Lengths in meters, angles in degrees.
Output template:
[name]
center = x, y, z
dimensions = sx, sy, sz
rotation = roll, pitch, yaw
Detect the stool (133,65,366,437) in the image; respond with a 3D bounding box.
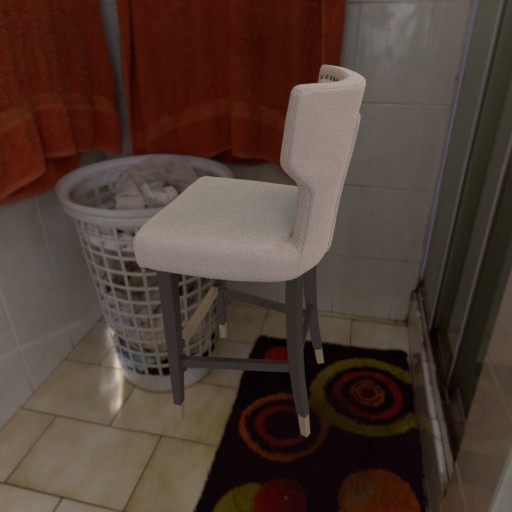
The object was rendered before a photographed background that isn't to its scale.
[stool]
center = 0.000, 0.000, 1.411
dimensions = 0.563, 1.092, 0.526
rotation = 7, 29, 13
